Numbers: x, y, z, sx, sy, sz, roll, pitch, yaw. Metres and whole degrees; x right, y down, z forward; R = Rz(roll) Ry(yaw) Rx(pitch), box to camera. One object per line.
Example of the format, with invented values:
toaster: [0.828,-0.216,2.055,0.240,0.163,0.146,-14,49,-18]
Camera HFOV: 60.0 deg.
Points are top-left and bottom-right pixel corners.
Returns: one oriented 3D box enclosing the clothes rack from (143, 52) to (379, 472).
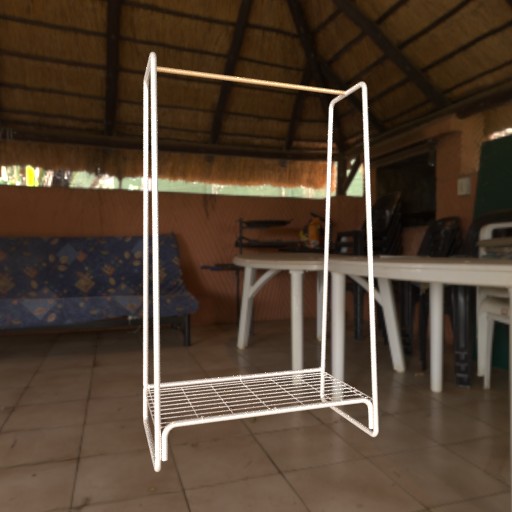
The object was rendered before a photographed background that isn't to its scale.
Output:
clothes rack: [0.000,0.000,1.887,0.900,1.500,0.495,0,1,-19]
